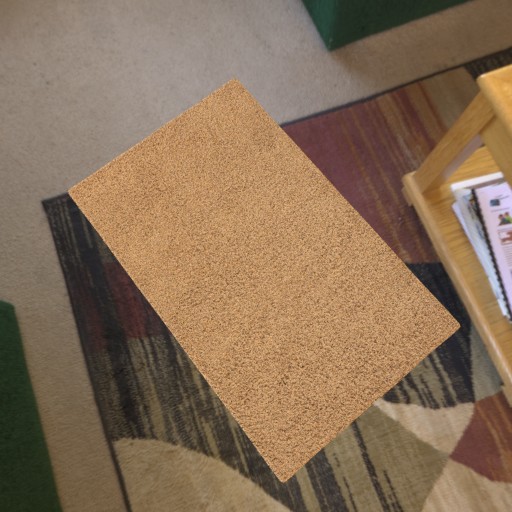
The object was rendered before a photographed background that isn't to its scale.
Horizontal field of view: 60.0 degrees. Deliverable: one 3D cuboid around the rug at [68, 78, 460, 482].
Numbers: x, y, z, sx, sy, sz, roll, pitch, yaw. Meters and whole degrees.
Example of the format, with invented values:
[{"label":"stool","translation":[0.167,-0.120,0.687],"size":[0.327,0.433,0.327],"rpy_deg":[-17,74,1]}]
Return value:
[{"label":"rug","translation":[0.000,0.000,3.053],"size":[1.524,0.030,2.438],"rpy_deg":[-37,78,-9]}]
